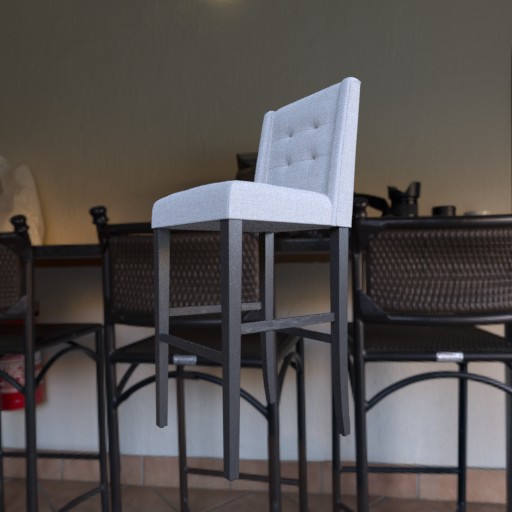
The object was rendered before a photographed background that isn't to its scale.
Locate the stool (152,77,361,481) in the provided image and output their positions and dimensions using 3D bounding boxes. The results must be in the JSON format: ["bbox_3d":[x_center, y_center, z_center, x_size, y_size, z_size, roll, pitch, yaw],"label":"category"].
[{"bbox_3d":[0.000,0.000,1.409,0.509,1.116,0.474,0,0,-36],"label":"stool"}]
